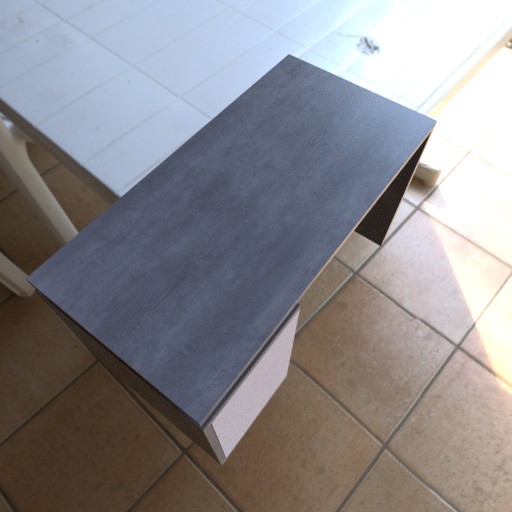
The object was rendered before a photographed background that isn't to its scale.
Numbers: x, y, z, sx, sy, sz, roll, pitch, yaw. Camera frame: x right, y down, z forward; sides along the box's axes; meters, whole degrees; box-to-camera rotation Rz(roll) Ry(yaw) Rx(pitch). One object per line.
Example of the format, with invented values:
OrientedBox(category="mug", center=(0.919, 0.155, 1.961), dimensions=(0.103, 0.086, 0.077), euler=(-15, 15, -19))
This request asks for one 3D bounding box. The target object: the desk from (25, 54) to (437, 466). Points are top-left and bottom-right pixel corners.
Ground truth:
OrientedBox(category="desk", center=(0.000, 0.000, 1.626), dimensions=(0.600, 0.740, 1.200), euler=(33, 64, 18))
